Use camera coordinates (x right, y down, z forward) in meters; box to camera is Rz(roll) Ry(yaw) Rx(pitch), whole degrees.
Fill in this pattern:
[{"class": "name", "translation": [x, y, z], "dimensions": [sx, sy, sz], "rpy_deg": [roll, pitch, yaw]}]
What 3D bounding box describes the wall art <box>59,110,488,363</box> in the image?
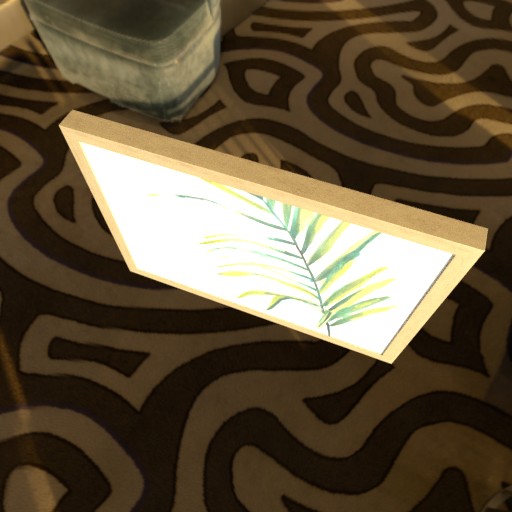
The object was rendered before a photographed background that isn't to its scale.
[{"class": "wall art", "translation": [0.000, 0.000, 0.690], "dimensions": [0.532, 0.380, 0.032], "rpy_deg": [18, 60, 11]}]
